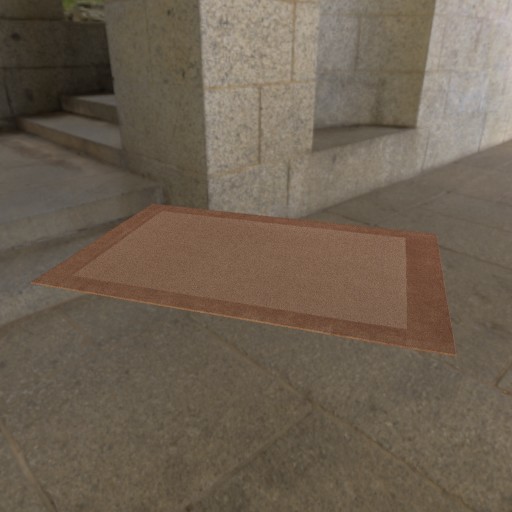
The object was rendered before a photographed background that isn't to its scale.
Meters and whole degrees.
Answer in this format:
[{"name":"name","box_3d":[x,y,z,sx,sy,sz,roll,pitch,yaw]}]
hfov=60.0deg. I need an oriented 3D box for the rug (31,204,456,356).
[{"name":"rug","box_3d":[0.000,0.000,3.065,2.438,0.014,1.524,7,27,15]}]
